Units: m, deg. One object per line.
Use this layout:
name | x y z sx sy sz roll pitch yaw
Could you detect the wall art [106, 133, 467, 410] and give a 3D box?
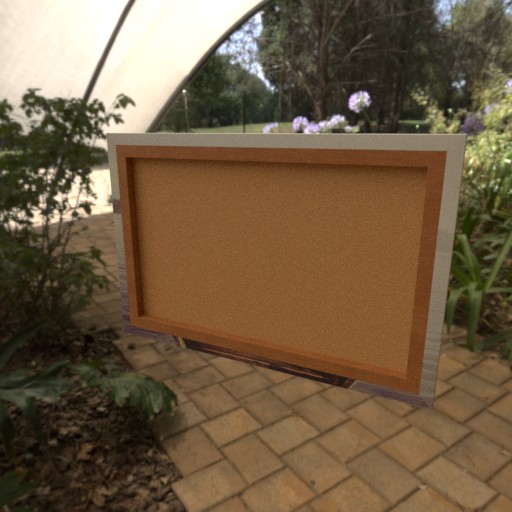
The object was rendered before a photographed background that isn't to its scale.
wall art | 0.000 0.000 1.139 0.916 0.609 0.037 8 18 25
